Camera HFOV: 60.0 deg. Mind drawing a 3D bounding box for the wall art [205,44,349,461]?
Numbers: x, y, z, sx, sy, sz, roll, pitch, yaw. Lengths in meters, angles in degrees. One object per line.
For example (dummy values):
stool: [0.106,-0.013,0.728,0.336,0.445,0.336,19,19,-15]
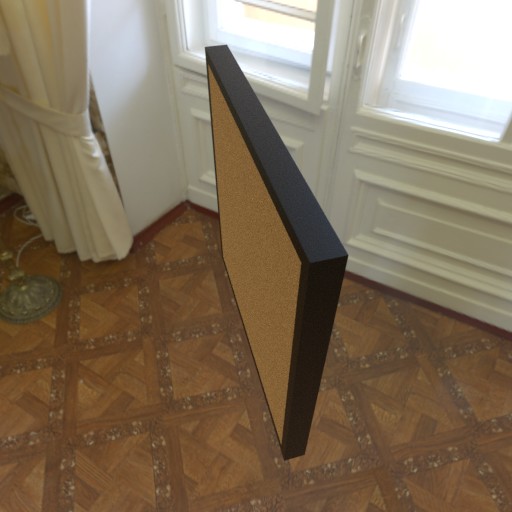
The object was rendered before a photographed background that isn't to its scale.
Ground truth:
wall art: [0.000,0.000,0.758,0.038,0.508,0.508,-11,48,-10]
